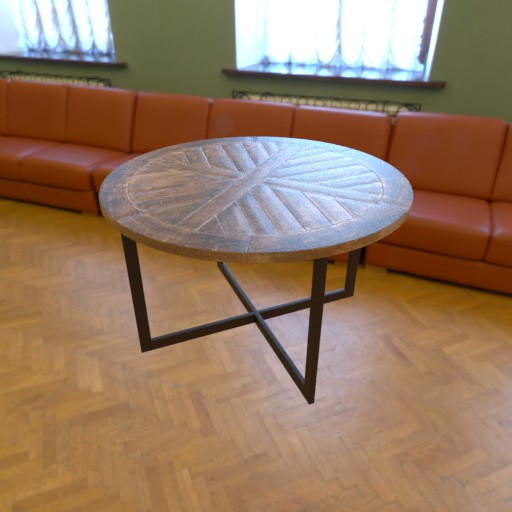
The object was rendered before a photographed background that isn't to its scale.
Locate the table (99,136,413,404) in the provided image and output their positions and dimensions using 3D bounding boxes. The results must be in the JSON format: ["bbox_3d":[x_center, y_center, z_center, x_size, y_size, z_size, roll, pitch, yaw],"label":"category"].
[{"bbox_3d":[0.000,0.000,2.053,1.264,0.762,1.264,0,30,0],"label":"table"}]
